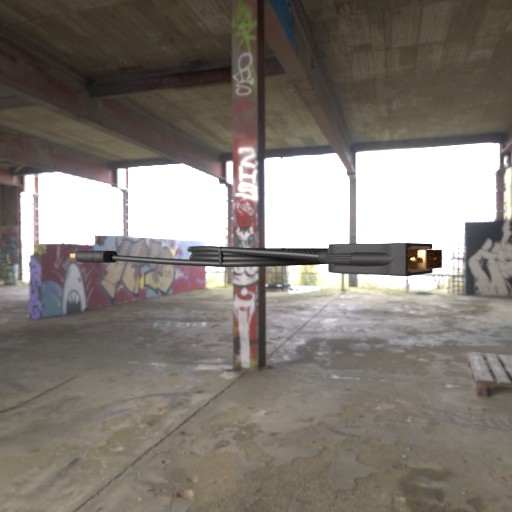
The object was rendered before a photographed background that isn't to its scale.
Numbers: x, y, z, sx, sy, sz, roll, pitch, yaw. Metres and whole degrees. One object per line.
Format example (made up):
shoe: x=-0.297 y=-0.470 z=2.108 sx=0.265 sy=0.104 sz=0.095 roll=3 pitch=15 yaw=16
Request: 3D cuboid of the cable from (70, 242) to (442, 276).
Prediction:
cable: x=0.000 y=0.000 z=0.328 sx=0.281 sy=0.015 sz=0.136 roll=1 pitch=1 yaw=38
